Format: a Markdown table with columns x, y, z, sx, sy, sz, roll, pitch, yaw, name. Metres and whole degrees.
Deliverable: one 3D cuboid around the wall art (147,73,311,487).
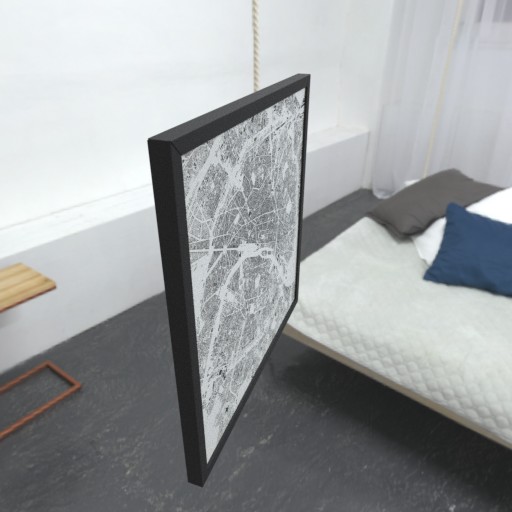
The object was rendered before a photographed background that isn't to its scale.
| x | y | z | sx | sy | sz | roll | pitch | yaw | name |
| --- | --- | --- | --- | --- | --- | --- | --- | --- | --- |
| 0.000 | 0.000 | 1.106 | 0.037 | 0.763 | 0.763 | 10 | 31 | 18 | wall art |
